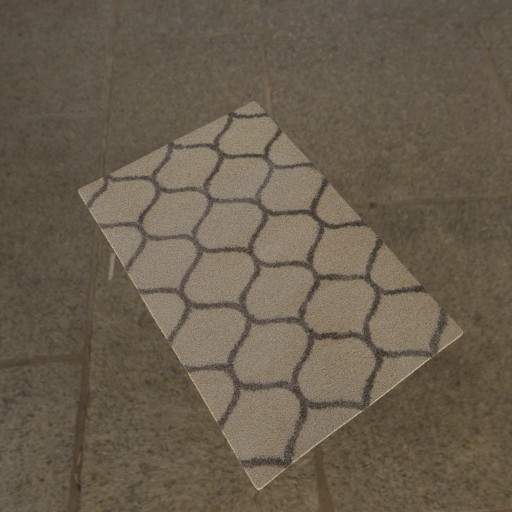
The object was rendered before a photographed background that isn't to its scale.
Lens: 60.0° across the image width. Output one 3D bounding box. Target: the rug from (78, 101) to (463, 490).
[{"bbox_3d":[0.000,0.000,3.457,1.801,0.026,2.701,-31,68,-14],"label":"rug"}]
